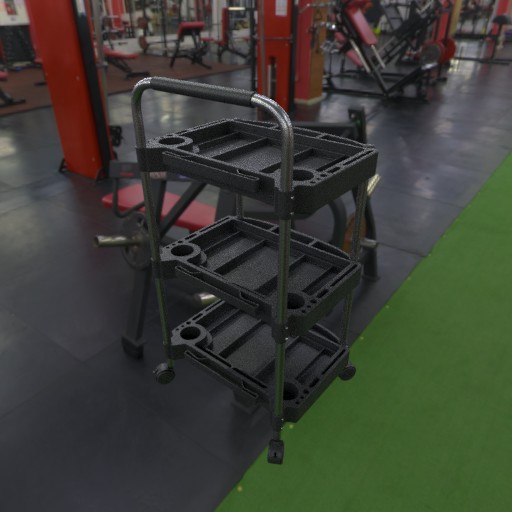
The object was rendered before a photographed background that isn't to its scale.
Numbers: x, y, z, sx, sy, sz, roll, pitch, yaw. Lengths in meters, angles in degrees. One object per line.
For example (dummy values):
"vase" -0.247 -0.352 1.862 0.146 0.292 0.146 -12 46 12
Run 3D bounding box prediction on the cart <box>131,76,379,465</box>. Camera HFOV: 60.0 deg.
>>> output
"cart" 0.000 0.000 1.393 0.584 1.075 0.518 23 37 33
